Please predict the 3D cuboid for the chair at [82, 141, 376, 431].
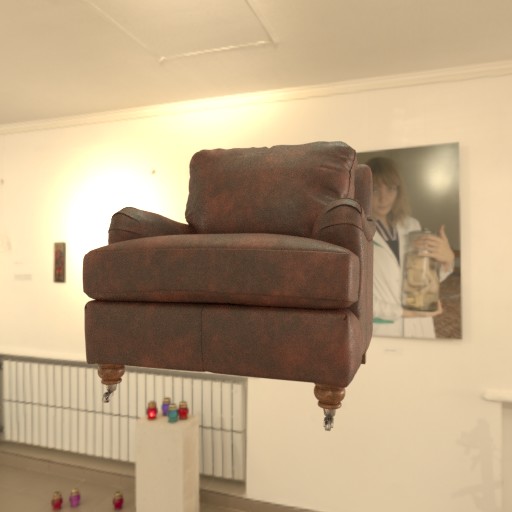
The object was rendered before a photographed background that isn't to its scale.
[{"bbox_3d":[0.000,0.000,1.941,0.987,1.051,1.156,0,0,19],"label":"chair"}]
